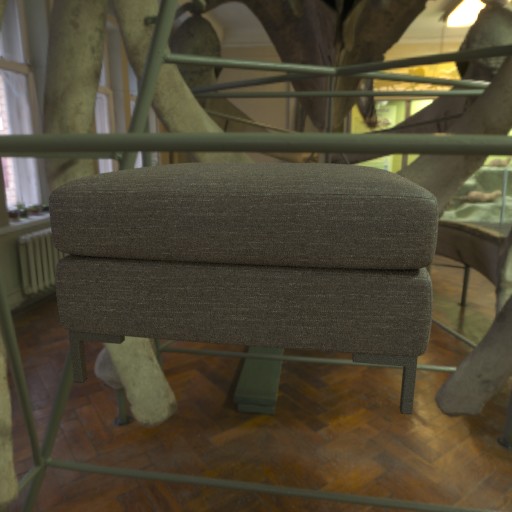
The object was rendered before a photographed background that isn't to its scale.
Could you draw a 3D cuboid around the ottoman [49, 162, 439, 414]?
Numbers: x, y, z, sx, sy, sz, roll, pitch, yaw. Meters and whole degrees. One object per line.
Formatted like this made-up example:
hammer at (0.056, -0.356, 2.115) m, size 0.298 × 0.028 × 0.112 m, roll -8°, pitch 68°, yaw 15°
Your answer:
ottoman at (0.000, 0.000, 1.213) m, size 0.820 × 0.490 × 0.671 m, roll 2°, pitch 14°, yaw 9°
